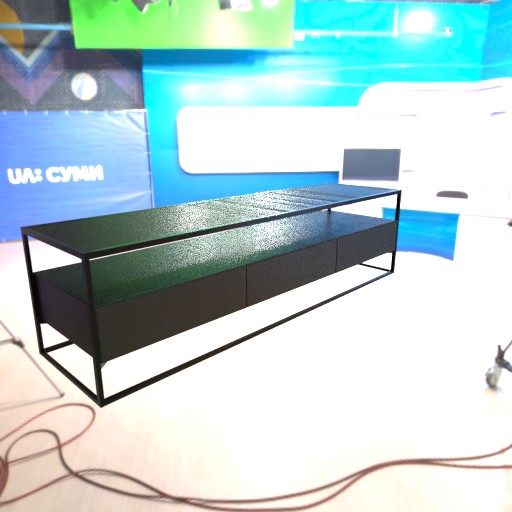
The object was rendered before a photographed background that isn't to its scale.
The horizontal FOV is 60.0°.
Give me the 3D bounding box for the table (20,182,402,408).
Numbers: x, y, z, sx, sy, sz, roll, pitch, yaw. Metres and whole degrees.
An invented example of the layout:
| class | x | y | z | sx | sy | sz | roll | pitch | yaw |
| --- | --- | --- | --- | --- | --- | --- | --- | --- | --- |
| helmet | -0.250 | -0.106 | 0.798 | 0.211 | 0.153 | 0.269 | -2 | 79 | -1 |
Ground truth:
| class | x | y | z | sx | sy | sz | roll | pitch | yaw |
| --- | --- | --- | --- | --- | --- | --- | --- | --- | --- |
| table | 0.000 | 0.000 | 1.676 | 0.399 | 0.395 | 1.486 | 15 | 22 | 42 |
